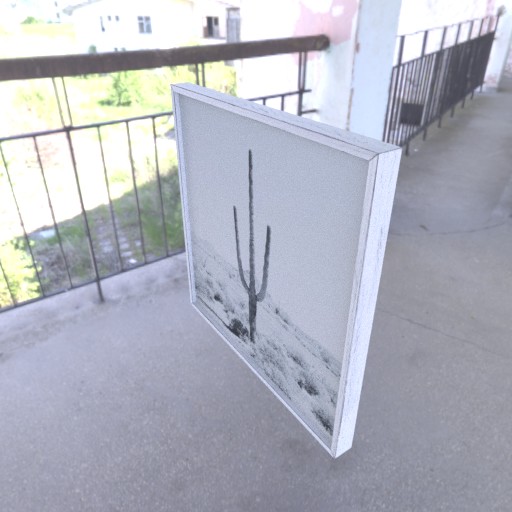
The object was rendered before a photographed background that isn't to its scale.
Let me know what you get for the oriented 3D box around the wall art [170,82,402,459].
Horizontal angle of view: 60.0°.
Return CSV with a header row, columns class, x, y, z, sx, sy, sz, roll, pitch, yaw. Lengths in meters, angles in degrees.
class,x,y,z,sx,sy,sz,roll,pitch,yaw
wall art,0.000,0.000,0.782,0.038,0.508,0.508,-19,36,-29
